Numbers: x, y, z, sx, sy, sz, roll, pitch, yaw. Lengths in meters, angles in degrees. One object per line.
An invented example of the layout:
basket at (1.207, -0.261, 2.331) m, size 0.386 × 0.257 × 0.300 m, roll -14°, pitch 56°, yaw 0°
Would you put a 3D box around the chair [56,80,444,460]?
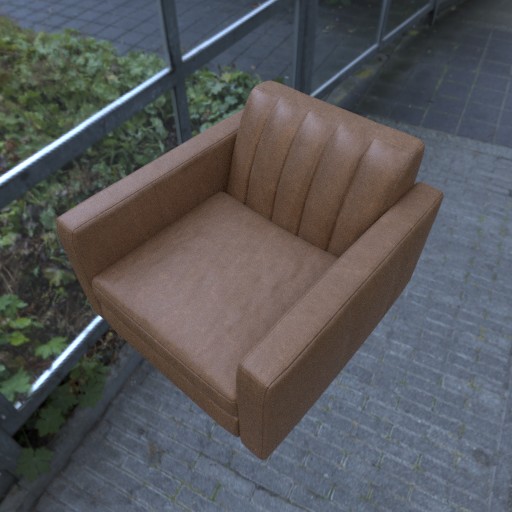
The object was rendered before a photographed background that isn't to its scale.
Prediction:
chair at (0.000, 0.000, 1.649) m, size 0.953 × 0.819 × 0.998 m, roll 32°, pitch 55°, yaw 26°
